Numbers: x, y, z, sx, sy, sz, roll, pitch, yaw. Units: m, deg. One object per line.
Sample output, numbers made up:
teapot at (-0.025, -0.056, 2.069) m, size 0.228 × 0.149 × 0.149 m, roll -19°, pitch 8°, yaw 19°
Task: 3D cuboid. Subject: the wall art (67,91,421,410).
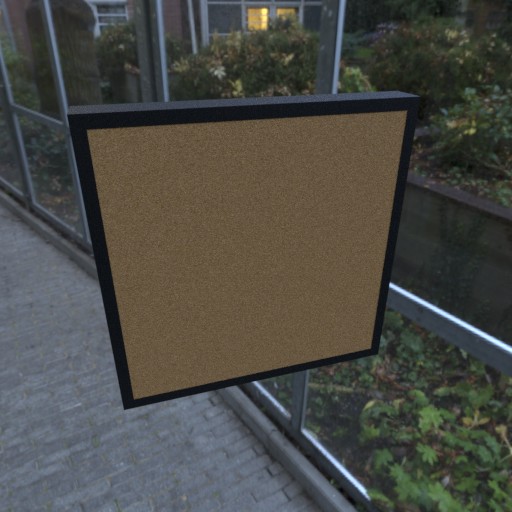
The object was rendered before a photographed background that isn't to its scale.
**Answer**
wall art at (0.000, 0.000, 0.454) m, size 0.305 × 0.304 × 0.038 m, roll -8°, pitch 29°, yaw -15°
